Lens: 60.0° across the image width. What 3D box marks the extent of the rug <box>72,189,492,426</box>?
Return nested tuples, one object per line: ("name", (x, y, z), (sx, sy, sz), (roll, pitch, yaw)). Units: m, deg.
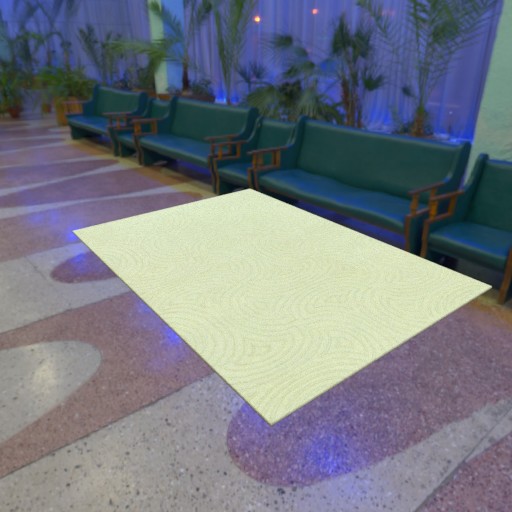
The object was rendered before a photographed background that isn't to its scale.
("rug", (0.000, 0.000, 2.693), (1.526, 0.015, 2.132), (-19, 32, -33))
